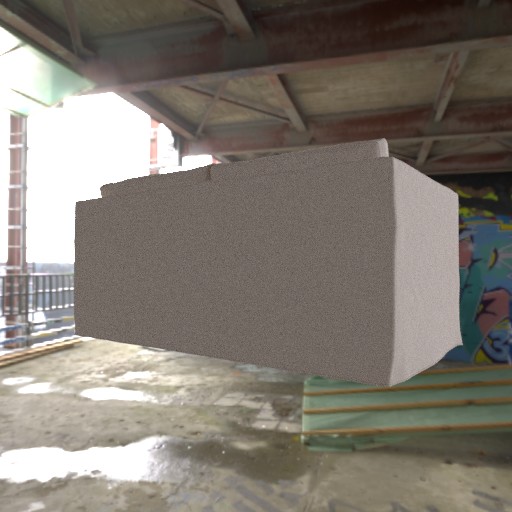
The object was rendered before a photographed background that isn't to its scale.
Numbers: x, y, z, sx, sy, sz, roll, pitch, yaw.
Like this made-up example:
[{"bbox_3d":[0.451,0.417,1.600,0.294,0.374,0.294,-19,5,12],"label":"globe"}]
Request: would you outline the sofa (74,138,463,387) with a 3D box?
[{"bbox_3d":[0.000,0.000,2.224,1.746,0.834,0.962,-1,-1,36],"label":"sofa"}]
